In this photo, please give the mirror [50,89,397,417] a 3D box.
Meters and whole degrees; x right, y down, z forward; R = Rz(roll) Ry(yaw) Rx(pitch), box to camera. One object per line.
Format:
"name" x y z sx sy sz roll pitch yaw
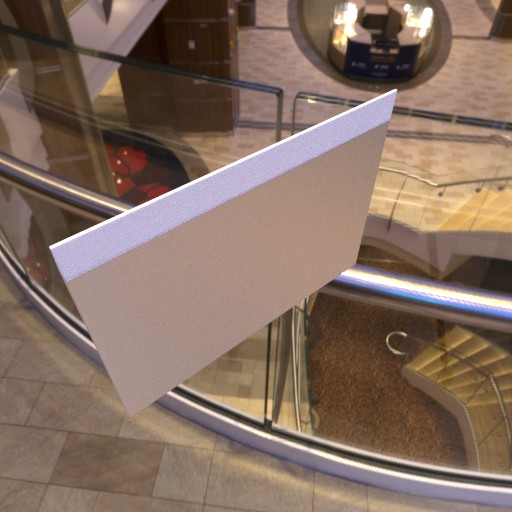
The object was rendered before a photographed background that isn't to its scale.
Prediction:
"mirror" 0.000 0.000 1.133 0.870 0.630 0.030 -30 53 -26
